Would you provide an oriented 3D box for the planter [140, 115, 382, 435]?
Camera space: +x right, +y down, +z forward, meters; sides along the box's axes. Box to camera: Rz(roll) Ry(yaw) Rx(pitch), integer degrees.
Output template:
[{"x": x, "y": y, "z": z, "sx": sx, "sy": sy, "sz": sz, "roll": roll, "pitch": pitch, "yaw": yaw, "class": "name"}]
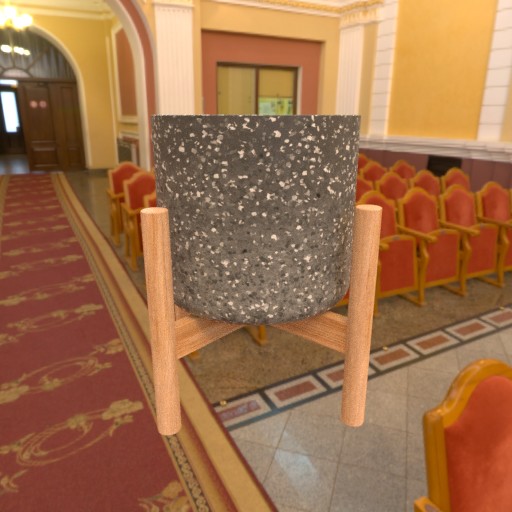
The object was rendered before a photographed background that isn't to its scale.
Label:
[{"x": 0.000, "y": 0.000, "z": 0.528, "sx": 0.284, "sy": 0.320, "sz": 0.284, "roll": -9, "pitch": 20, "yaw": -25, "class": "planter"}]
